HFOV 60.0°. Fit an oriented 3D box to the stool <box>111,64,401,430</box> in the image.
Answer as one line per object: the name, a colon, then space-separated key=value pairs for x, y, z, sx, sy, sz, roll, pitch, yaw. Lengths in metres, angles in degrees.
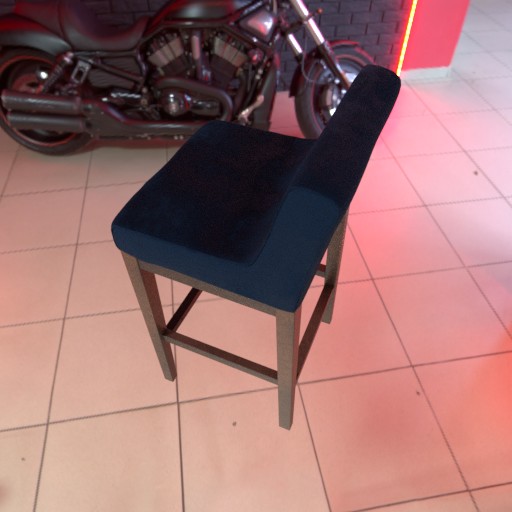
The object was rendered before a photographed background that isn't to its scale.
stool: x=0.000 y=0.000 z=1.229 sx=0.516 sy=0.945 sz=0.511 roll=17 pitch=49 yaw=16
